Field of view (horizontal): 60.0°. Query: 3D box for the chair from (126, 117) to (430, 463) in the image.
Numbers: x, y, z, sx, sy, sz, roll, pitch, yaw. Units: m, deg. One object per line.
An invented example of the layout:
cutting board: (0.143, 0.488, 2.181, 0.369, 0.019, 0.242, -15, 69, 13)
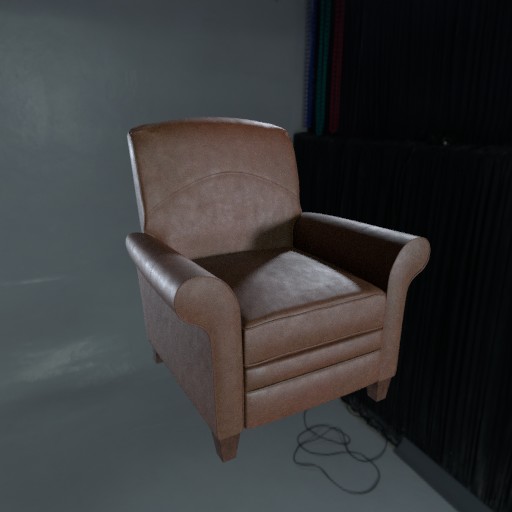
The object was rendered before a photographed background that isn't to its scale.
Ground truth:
chair: (0.000, 0.000, 1.770, 0.978, 1.061, 0.902, -9, 19, -28)
